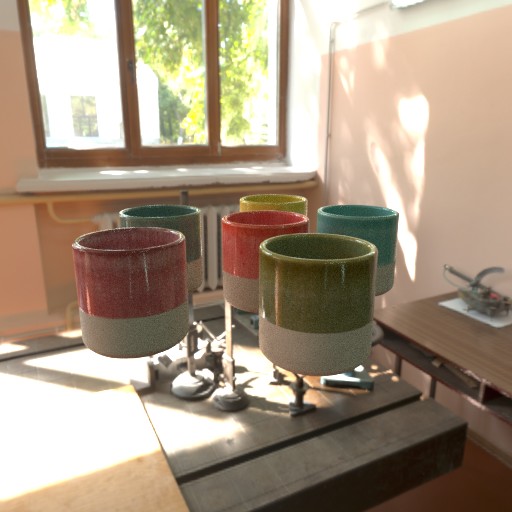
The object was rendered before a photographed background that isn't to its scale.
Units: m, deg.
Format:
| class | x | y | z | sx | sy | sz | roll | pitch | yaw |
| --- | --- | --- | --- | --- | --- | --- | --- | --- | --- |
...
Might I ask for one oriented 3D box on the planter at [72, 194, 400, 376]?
| class | x | y | z | sx | sy | sz | roll | pitch | yaw |
| --- | --- | --- | --- | --- | --- | --- | --- | --- | --- |
| planter | 0.000 | 0.000 | 0.401 | 0.257 | 0.075 | 0.286 | 2 | 15 | 8 |
